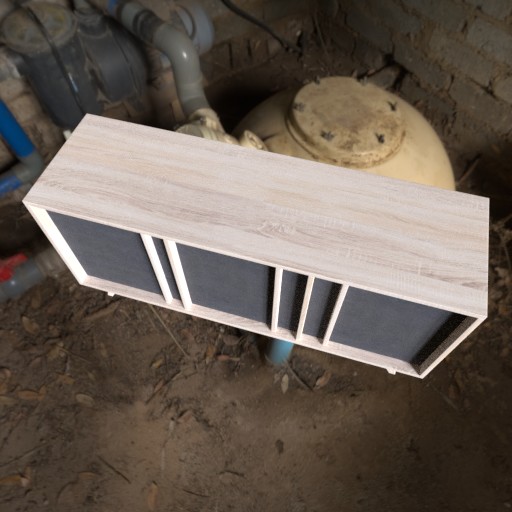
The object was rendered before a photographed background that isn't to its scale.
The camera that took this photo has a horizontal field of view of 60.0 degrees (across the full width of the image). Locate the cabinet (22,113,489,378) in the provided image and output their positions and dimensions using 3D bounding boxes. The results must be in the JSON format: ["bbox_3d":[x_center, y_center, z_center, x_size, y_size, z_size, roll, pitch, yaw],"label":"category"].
[{"bbox_3d":[0.000,0.000,1.964,1.650,0.780,0.500,14,59,9],"label":"cabinet"}]
